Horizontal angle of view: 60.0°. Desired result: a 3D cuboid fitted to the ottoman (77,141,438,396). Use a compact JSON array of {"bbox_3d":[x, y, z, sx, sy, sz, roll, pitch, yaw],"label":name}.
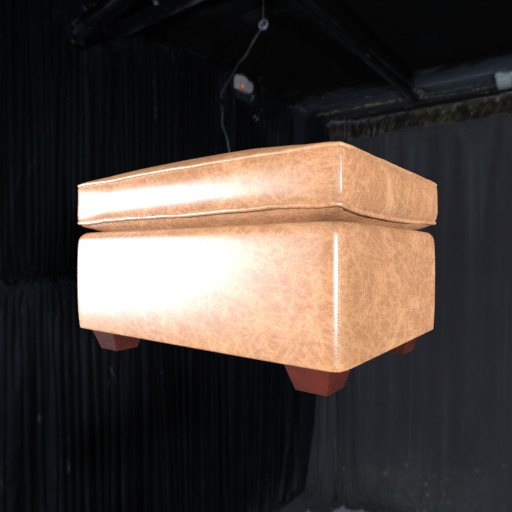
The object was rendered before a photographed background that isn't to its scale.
[{"bbox_3d":[0.000,0.000,1.113,0.756,0.468,0.554,0,0,37],"label":"ottoman"}]
